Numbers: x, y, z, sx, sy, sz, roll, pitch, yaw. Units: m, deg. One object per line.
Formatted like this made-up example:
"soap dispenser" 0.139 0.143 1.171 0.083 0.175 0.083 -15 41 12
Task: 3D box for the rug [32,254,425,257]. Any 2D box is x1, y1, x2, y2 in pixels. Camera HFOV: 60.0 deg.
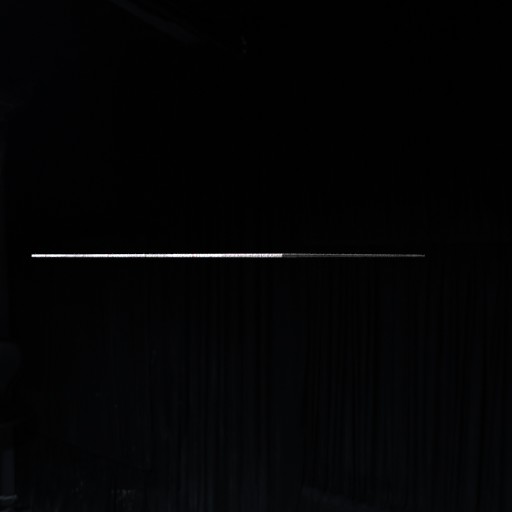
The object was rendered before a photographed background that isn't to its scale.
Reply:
"rug" 0.000 0.000 4.115 2.317 0.016 2.959 0 0 34
